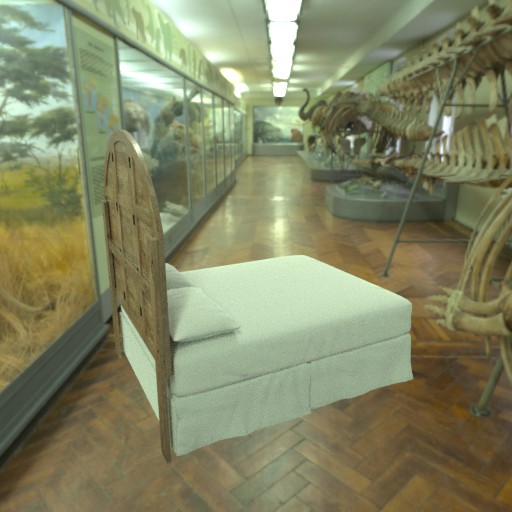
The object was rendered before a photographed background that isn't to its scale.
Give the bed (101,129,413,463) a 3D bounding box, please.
[{"bbox_3d":[0.000,0.000,3.649,2.112,2.002,1.713,-8,18,-27],"label":"bed"}]
